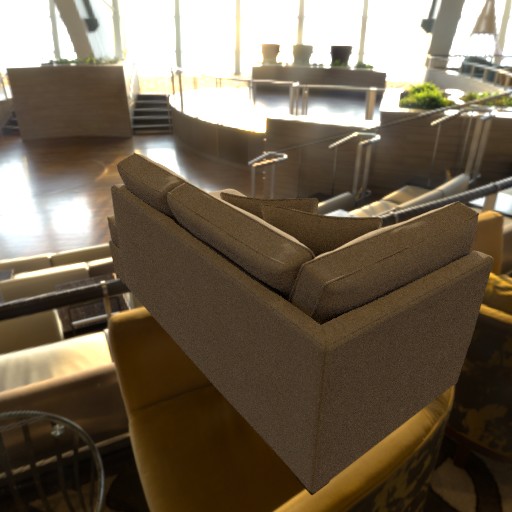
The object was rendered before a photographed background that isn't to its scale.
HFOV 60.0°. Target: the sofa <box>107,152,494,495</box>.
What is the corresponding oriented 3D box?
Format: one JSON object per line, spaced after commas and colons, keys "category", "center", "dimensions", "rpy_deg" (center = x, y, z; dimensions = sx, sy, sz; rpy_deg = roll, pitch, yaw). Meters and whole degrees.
{"category": "sofa", "center": [0.000, 0.000, 2.648], "dimensions": [1.110, 1.019, 2.238], "rpy_deg": [-19, 34, -31]}
